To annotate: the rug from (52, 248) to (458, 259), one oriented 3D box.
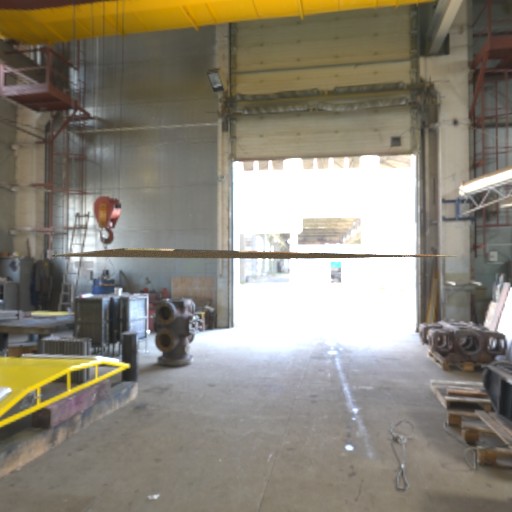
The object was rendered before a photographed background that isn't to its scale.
[{"bbox_3d":[0.000,0.000,2.397,1.828,0.006,1.216,1,-1,-34],"label":"rug"}]
